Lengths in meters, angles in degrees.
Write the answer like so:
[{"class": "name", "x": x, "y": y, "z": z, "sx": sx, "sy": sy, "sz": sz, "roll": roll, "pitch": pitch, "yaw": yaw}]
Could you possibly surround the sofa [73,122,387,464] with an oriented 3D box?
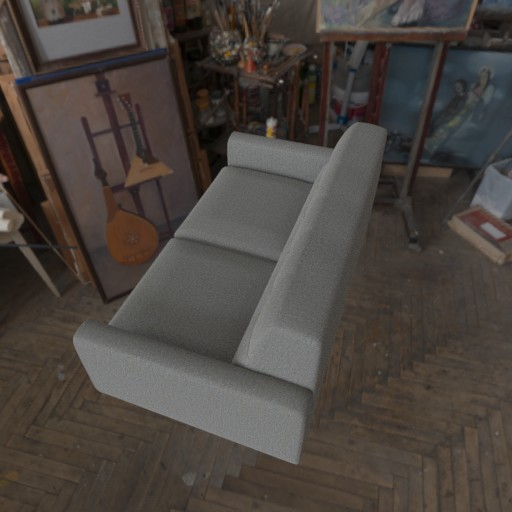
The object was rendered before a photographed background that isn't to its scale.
[{"class": "sofa", "x": 0.000, "y": 0.000, "z": 2.228, "sx": 0.952, "sy": 0.925, "sz": 1.651, "roll": 15, "pitch": 47, "yaw": 14}]
